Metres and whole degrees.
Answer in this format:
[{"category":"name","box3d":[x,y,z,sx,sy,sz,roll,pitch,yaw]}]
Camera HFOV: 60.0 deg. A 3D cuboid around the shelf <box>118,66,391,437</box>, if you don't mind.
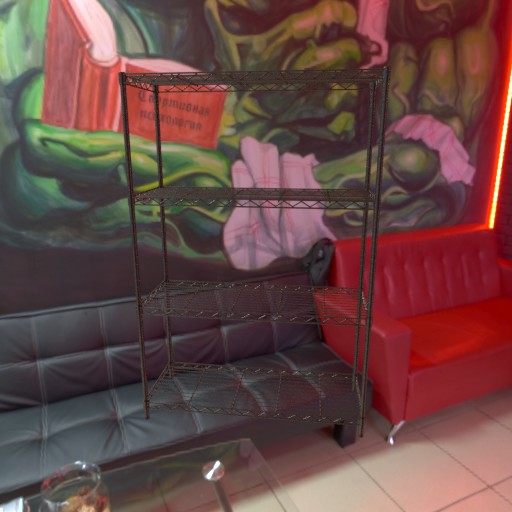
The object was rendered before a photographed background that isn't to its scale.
[{"category":"shelf","box3d":[0.000,0.000,1.795,0.907,1.361,0.352,2,15,7]}]
